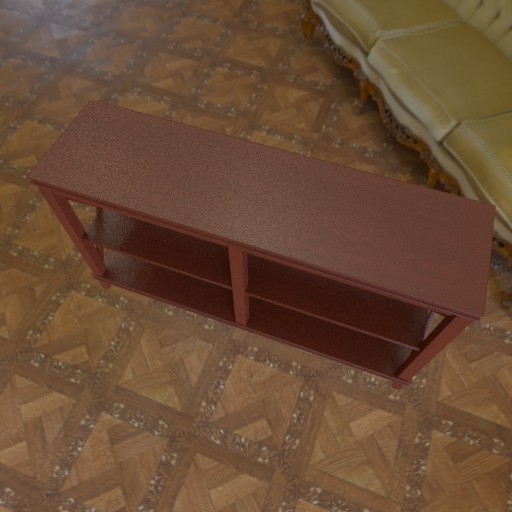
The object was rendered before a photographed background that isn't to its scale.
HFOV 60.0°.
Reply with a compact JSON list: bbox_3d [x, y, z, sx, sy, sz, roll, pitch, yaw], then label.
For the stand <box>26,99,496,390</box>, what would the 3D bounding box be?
[{"bbox_3d":[0.000,0.000,1.662,1.372,0.762,0.381,17,60,10],"label":"stand"}]
